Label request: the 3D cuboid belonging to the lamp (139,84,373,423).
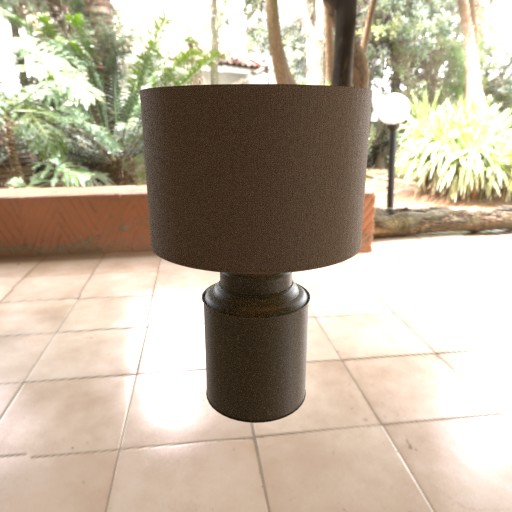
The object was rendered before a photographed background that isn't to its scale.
[{"bbox_3d":[0.000,0.000,0.693,0.318,0.486,0.318,0,17,0],"label":"lamp"}]
